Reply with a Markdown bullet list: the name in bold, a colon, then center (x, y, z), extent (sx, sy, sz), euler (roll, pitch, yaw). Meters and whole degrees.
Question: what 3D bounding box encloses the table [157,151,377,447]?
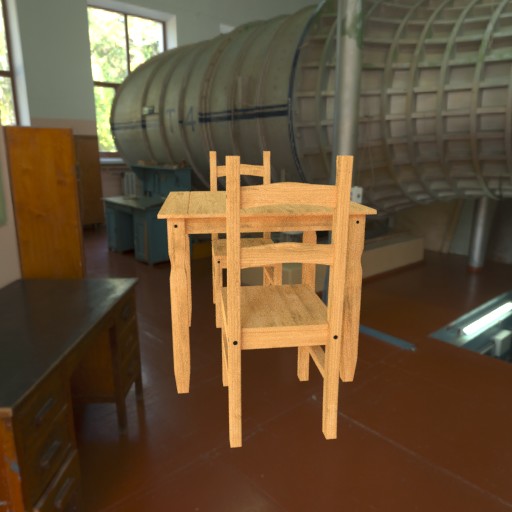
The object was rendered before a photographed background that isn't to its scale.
- **table**: center (0.000, 0.000, 2.076), extent (0.813, 0.942, 1.501), euler (-2, 14, -7)
